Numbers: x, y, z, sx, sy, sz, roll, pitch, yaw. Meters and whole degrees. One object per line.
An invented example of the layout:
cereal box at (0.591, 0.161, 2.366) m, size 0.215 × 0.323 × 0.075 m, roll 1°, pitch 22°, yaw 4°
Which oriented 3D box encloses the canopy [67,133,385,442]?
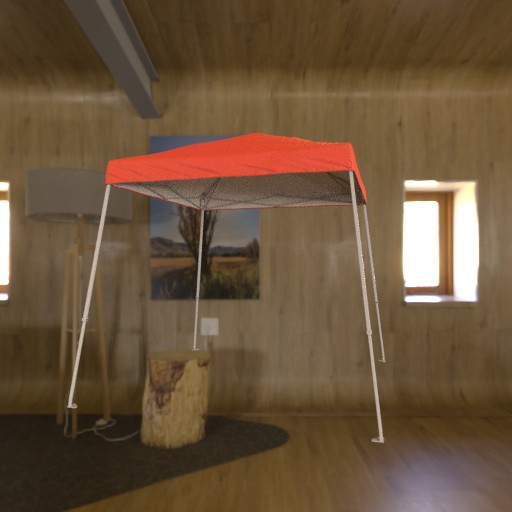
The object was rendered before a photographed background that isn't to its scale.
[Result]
canopy at (0.000, 0.000, 5.124) m, size 2.850 × 2.850 × 2.849 m, roll 0°, pitch -1°, yaw 16°
